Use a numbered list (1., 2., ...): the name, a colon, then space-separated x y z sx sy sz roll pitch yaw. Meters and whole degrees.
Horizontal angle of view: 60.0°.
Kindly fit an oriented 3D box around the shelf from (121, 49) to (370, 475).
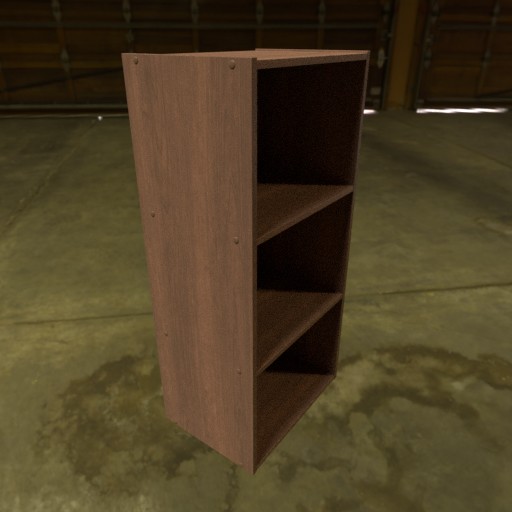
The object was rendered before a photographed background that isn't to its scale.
1. shelf: 0.000 0.000 1.051 0.290 0.879 0.414 18 32 32
